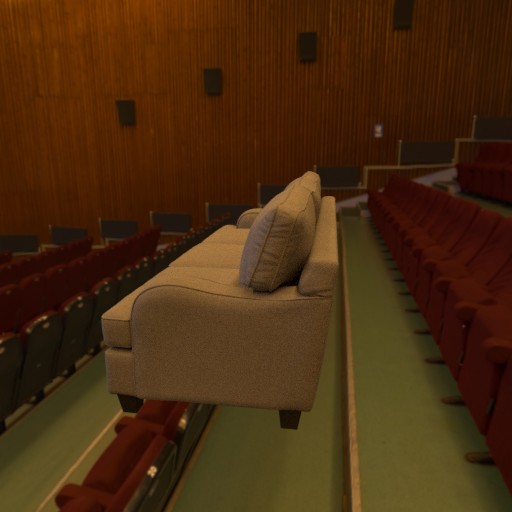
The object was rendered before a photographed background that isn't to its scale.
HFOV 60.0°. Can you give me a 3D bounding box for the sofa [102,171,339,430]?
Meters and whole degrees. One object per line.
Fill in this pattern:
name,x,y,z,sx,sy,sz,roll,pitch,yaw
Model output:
sofa,0.000,0.000,2.909,1.016,0.991,2.323,2,14,9
